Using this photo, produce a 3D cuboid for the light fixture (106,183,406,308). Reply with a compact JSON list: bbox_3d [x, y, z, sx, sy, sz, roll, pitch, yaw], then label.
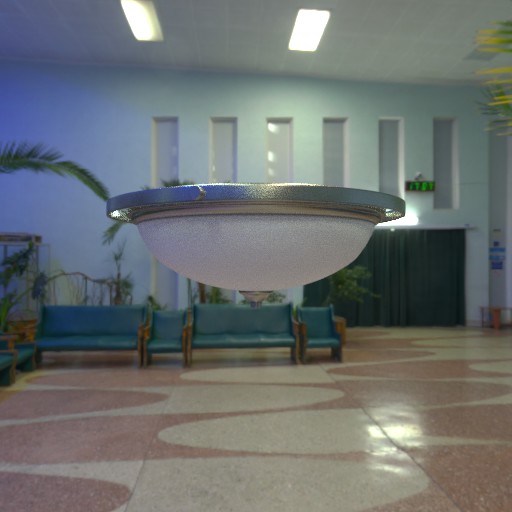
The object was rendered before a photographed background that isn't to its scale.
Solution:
[{"bbox_3d":[0.000,0.000,0.563,0.361,0.130,0.361,0,-1,0],"label":"light fixture"}]
